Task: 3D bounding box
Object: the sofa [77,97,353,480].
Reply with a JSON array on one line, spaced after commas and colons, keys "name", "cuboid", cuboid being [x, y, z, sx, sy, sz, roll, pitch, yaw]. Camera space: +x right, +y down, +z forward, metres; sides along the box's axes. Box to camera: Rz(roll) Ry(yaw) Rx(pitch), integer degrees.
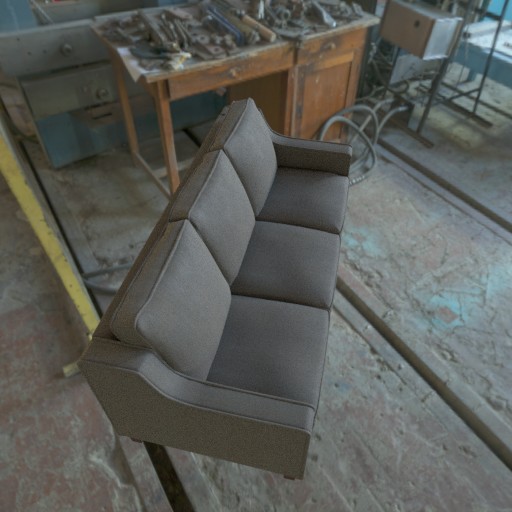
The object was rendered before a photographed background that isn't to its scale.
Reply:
[{"name": "sofa", "cuboid": [0.000, 0.000, 2.467, 0.911, 0.974, 1.986, 9, 47, 9]}]
